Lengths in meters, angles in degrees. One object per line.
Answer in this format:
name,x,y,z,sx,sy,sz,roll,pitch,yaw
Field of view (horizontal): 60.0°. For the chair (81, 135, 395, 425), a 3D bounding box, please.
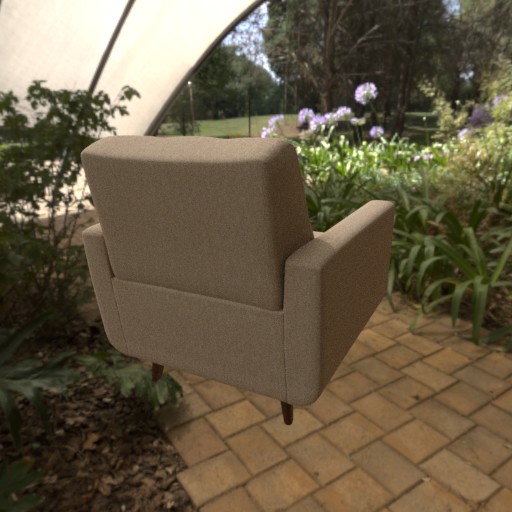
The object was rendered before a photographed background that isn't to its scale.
chair,0.000,0.000,1.807,0.897,0.965,1.128,8,19,26
